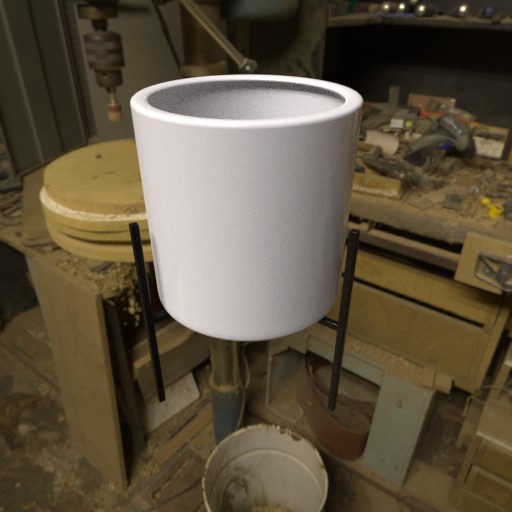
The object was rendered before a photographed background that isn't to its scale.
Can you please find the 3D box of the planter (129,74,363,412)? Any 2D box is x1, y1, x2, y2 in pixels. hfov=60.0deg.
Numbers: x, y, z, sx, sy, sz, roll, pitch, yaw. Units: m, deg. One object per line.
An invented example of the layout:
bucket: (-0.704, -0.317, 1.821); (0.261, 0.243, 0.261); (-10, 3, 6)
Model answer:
planter: (0.000, 0.000, 0.509); (0.239, 0.356, 0.239); (21, 37, 31)
